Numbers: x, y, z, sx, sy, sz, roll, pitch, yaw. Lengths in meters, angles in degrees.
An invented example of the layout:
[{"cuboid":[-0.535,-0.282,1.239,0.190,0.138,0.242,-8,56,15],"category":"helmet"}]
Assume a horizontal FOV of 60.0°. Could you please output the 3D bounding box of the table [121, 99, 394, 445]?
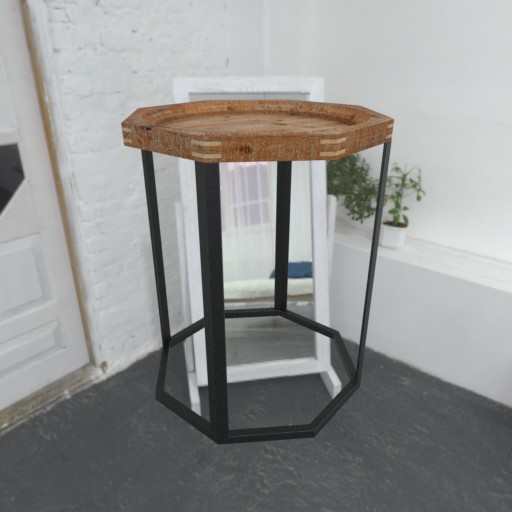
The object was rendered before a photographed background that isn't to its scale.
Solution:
[{"cuboid":[0.000,0.000,0.878,0.458,0.543,0.458,8,26,15],"category":"table"}]
